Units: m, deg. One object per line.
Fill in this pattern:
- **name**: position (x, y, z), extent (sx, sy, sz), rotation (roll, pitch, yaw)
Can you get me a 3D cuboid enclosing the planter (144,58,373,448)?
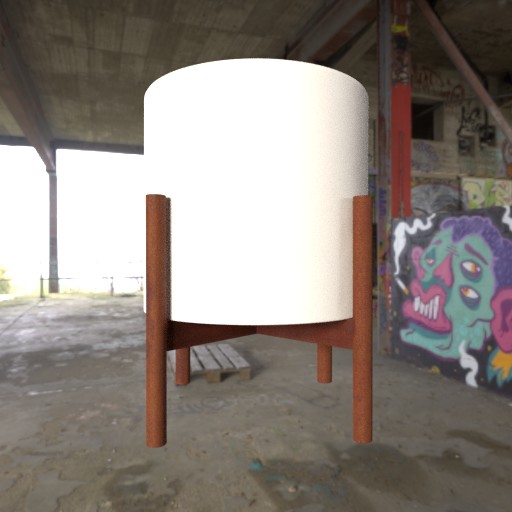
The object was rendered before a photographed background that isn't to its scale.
- **planter**: position (0.000, 0.000, 0.857), extent (0.421, 0.581, 0.420), rotation (0, 0, 1)
